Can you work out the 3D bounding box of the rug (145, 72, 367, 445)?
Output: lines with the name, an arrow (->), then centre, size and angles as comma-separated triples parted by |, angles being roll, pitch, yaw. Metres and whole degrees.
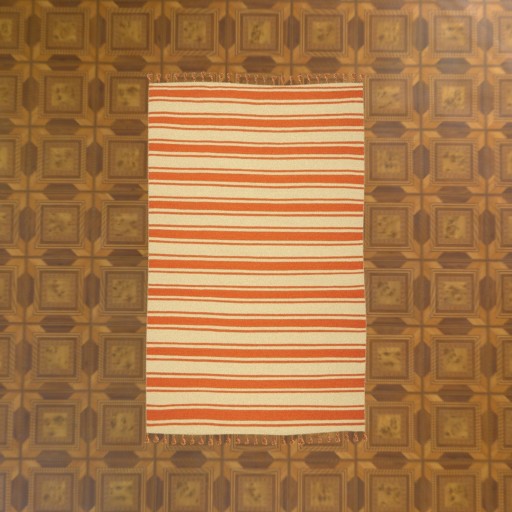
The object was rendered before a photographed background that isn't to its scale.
rug -> 0.000, 0.000, 2.485 | 1.232, 0.017, 2.092 | 0, 88, 0
